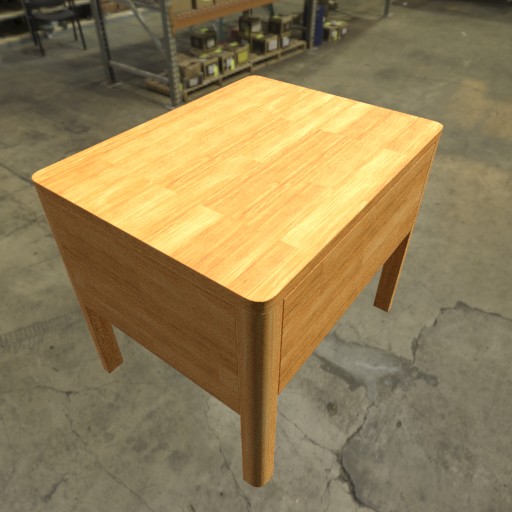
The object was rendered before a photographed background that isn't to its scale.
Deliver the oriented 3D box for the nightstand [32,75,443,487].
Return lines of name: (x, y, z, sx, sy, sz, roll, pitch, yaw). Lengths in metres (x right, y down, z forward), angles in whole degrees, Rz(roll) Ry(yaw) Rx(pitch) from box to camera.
nightstand: (0.000, 0.000, 0.884, 0.440, 0.470, 0.560, 26, 47, 27)
